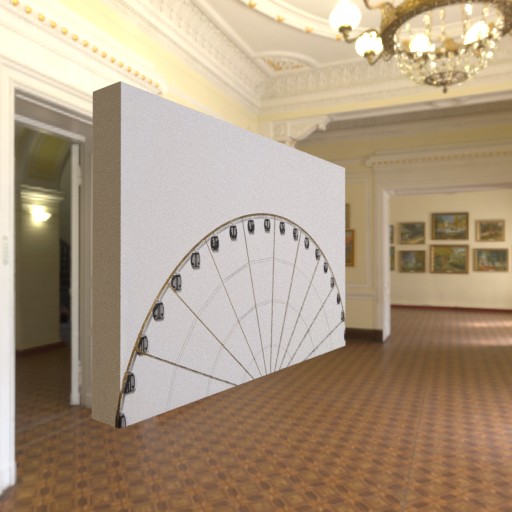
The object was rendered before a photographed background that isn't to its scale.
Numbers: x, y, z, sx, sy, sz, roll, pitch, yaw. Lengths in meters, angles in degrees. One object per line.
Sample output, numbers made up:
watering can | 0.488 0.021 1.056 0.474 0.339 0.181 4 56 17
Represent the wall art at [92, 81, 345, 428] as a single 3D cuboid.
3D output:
wall art | 0.000 0.000 0.489 0.039 0.254 0.384 0 0 37
